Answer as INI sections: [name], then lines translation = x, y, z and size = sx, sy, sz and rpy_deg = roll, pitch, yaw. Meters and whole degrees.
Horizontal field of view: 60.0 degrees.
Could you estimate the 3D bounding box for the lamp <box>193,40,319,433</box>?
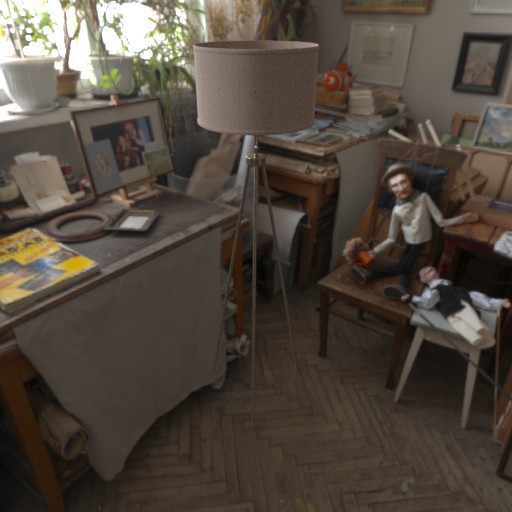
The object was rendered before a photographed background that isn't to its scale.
[lamp]
translation = 0.000, 0.000, 1.793
size = 0.449, 1.545, 0.460
rpy_deg = 0, 29, -1
